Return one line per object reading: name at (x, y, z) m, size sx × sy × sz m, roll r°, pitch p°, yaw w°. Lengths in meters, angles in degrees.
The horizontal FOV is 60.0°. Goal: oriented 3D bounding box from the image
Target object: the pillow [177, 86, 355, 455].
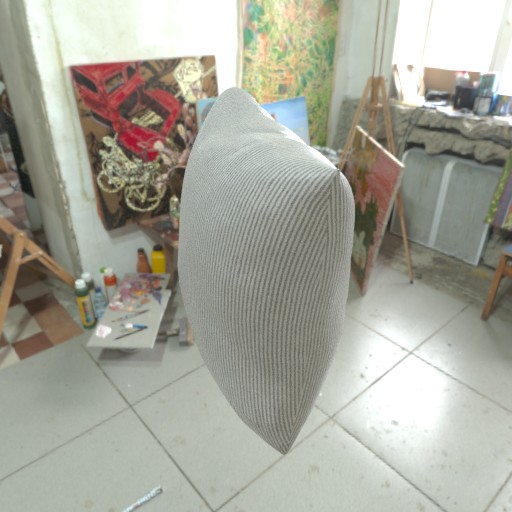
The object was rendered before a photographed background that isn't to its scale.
pillow at (0.000, 0.000, 0.690) m, size 0.310 × 0.432 × 0.387 m, roll 10°, pitch 32°, yaw 17°
